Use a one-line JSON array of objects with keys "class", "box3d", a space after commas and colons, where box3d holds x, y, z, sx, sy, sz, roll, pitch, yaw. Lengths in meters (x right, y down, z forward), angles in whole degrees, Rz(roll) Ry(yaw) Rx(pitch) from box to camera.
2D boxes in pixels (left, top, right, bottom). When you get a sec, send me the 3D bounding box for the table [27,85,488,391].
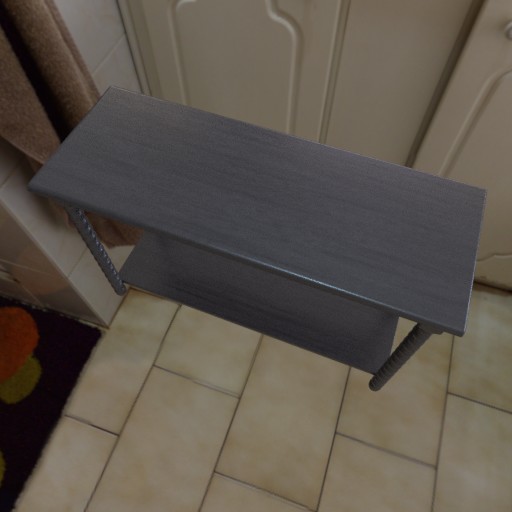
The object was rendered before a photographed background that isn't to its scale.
[{"class": "table", "box3d": [0.000, 0.000, 1.524, 1.184, 0.735, 0.459, 19, 61, 11]}]
